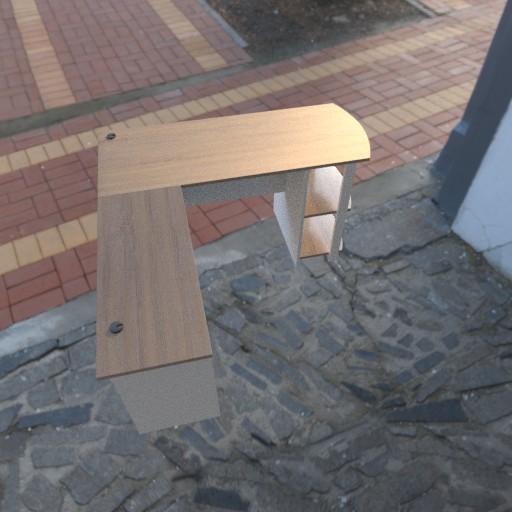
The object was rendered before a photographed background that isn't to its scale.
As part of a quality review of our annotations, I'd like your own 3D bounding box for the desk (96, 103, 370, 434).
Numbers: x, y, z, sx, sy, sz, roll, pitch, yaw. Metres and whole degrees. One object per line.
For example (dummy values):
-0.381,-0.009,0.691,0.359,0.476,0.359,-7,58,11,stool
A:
0.000,0.000,2.134,1.303,0.716,1.361,-10,49,-9,desk
